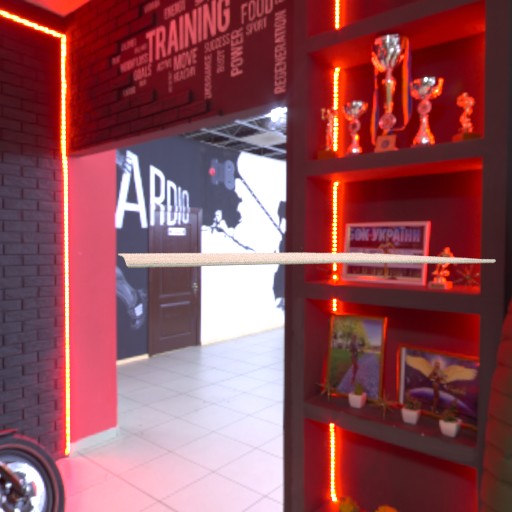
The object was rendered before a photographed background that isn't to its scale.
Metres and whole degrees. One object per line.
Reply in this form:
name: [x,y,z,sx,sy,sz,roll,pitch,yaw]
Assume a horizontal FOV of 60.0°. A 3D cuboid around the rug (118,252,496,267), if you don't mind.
rug: [0.000,0.000,4.166,2.434,0.045,3.202,0,1,-18]
